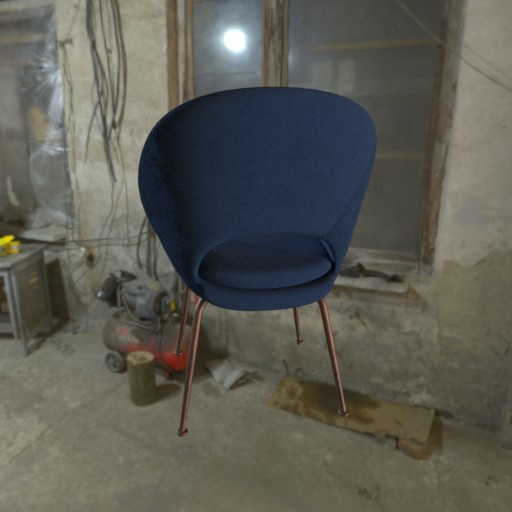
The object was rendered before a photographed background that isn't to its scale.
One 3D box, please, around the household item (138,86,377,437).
[{"bbox_3d":[0.000,0.000,1.259,0.623,0.852,0.573,-3,16,-10],"label":"household item"}]
